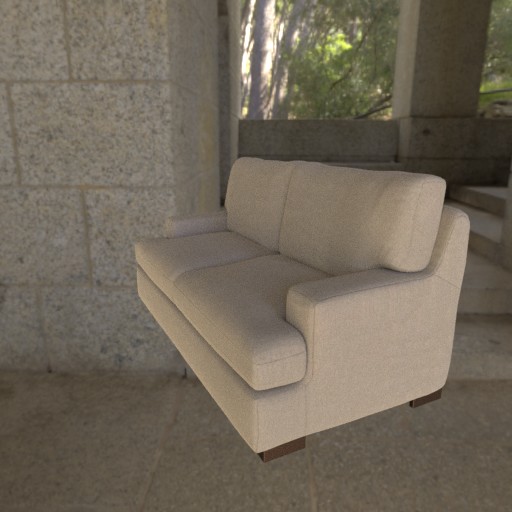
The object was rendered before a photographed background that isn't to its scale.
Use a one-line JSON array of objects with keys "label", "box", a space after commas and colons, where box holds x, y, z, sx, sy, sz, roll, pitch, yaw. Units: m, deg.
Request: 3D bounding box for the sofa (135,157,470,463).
[{"label": "sofa", "box": [0.000, 0.000, 2.383, 0.962, 0.980, 1.855, -8, 17, -26]}]
